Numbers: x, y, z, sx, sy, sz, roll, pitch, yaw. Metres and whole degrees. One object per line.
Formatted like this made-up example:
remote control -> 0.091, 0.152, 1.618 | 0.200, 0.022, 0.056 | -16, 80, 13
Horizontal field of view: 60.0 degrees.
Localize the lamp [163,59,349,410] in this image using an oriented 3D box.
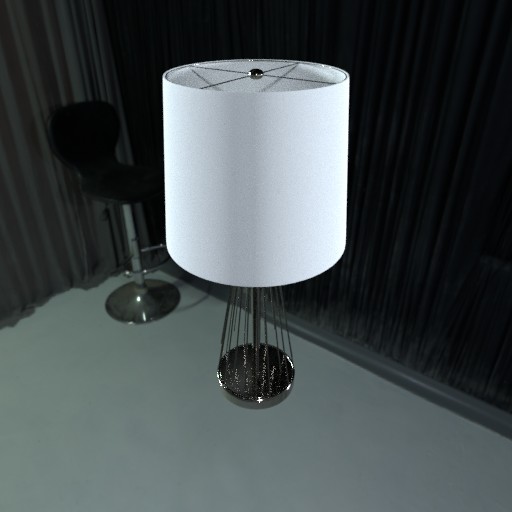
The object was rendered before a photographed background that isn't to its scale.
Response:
lamp -> 0.000, 0.000, 0.784 | 0.303, 0.618, 0.303 | 0, 32, 0
